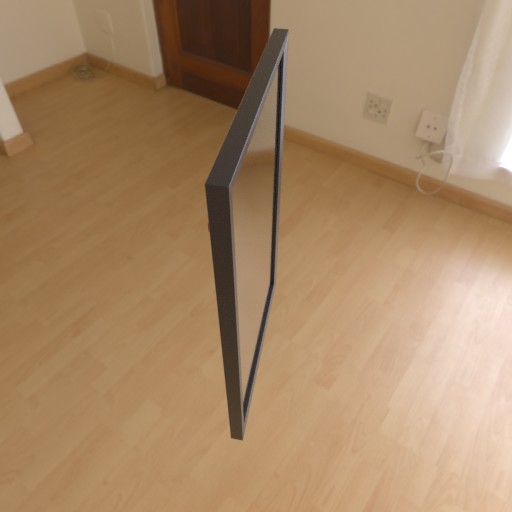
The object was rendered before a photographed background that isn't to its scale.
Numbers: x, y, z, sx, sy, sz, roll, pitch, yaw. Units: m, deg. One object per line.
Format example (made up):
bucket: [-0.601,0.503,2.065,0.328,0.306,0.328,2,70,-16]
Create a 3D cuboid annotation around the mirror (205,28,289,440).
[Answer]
mirror: [0.000,0.000,1.162,0.040,0.915,0.609,8,47,7]
